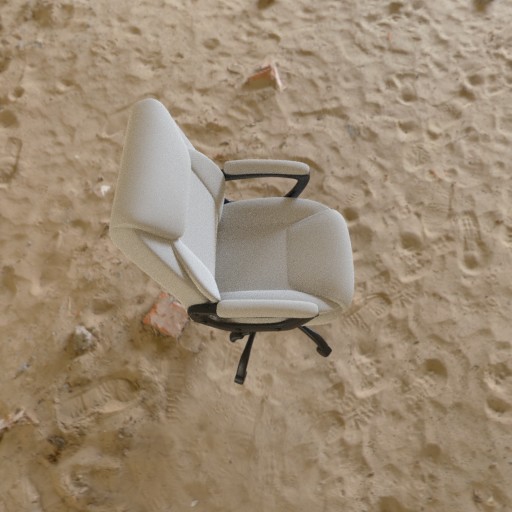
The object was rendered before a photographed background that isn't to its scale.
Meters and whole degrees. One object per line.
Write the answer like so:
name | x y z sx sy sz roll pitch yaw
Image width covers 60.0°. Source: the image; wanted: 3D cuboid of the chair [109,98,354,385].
chair | 0.000 0.000 1.513 0.669 1.065 0.663 0 63 0
